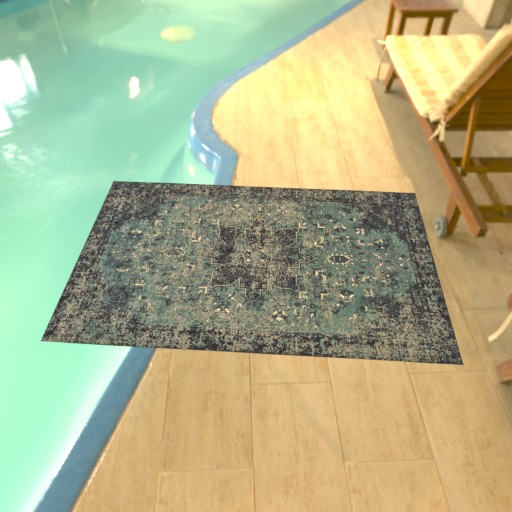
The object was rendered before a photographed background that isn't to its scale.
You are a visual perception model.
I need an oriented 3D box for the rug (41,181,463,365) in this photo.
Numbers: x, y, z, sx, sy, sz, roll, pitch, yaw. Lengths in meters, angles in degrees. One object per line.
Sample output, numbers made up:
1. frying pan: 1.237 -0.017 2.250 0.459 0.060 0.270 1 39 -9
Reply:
1. rug: 0.000 0.000 3.064 2.440 0.007 1.525 3 47 2
